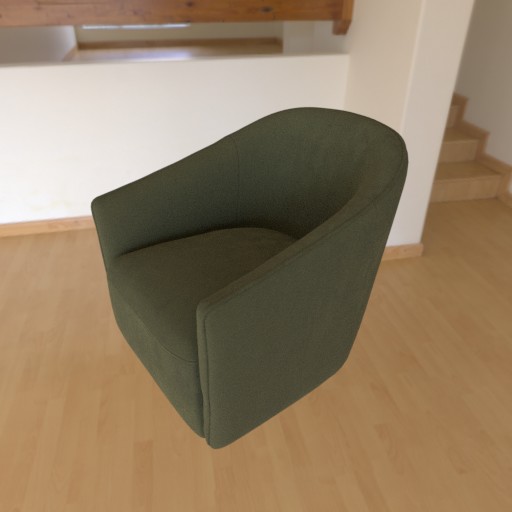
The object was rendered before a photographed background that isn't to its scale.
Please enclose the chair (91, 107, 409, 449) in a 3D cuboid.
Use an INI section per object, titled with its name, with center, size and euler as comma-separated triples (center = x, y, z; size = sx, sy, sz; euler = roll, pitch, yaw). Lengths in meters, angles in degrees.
[chair]
center = 0.000, 0.000, 1.467
size = 0.875, 0.799, 0.747
euler = -22, 38, -30
